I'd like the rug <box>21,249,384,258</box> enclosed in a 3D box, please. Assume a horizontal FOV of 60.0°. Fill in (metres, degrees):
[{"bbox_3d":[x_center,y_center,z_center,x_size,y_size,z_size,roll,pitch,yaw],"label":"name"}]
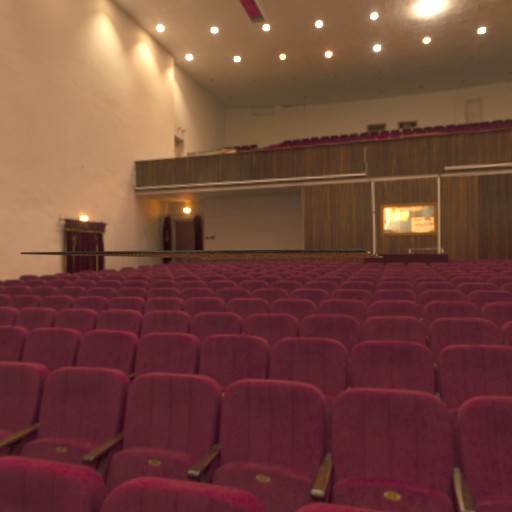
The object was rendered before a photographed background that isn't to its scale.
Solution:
[{"bbox_3d":[0.000,0.000,2.293,1.221,0.009,1.825,0,-1,18],"label":"rug"}]
